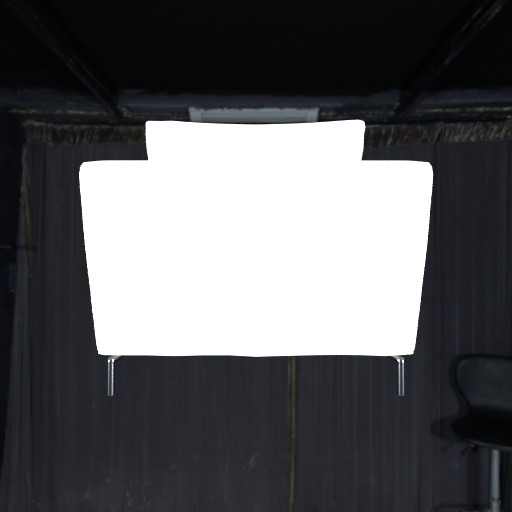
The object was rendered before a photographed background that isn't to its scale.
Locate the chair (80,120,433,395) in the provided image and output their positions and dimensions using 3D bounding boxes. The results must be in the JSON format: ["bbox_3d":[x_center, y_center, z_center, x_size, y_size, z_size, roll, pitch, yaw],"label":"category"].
[{"bbox_3d":[0.000,0.000,1.688,1.041,0.865,0.889,0,-1,0],"label":"chair"}]
